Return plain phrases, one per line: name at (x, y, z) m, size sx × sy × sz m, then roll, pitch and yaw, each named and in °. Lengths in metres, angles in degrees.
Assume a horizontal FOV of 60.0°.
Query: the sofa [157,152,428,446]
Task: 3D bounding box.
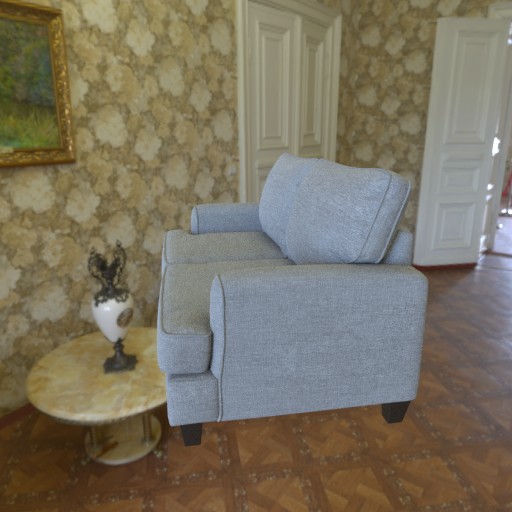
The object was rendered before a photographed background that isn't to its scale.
sofa at (0.000, 0.000, 2.245) m, size 0.965 × 0.965 × 1.651 m, roll -3°, pitch 16°, yaw -10°
